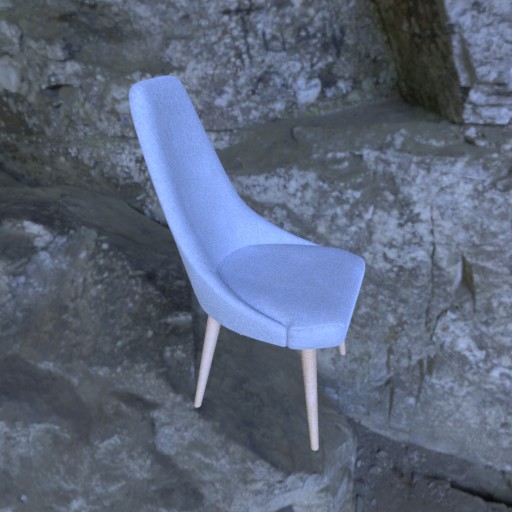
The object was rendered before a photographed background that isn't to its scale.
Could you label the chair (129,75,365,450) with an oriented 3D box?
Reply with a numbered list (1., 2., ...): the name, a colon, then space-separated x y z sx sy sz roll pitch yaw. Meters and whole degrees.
1. chair: 0.000 0.000 1.424 0.660 1.040 0.510 10 31 18
